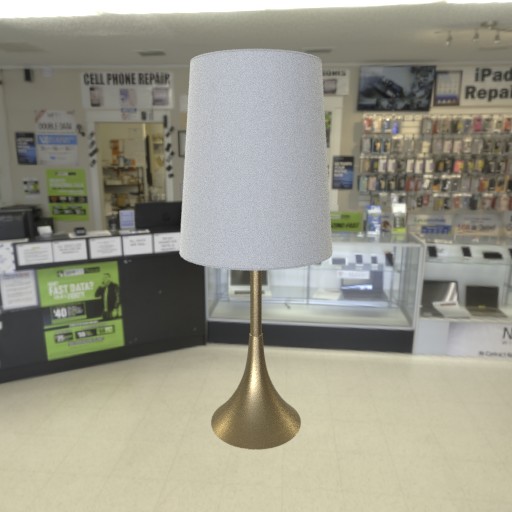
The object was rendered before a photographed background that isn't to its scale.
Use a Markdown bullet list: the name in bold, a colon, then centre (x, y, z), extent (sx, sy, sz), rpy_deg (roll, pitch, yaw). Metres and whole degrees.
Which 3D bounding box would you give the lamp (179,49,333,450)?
- **lamp**: centre (0.000, 0.000, 0.679), extent (0.231, 0.569, 0.231), rpy_deg (0, 14, 0)
